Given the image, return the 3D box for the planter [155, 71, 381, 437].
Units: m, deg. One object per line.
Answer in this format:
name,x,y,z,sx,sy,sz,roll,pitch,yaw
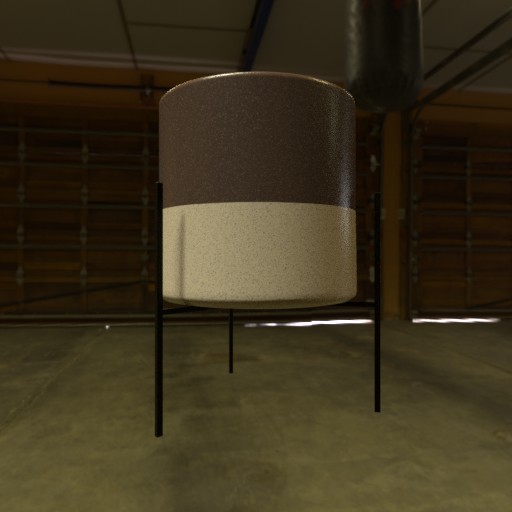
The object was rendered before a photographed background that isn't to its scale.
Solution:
planter,0.000,0.000,0.521,0.250,0.353,0.260,0,0,37
